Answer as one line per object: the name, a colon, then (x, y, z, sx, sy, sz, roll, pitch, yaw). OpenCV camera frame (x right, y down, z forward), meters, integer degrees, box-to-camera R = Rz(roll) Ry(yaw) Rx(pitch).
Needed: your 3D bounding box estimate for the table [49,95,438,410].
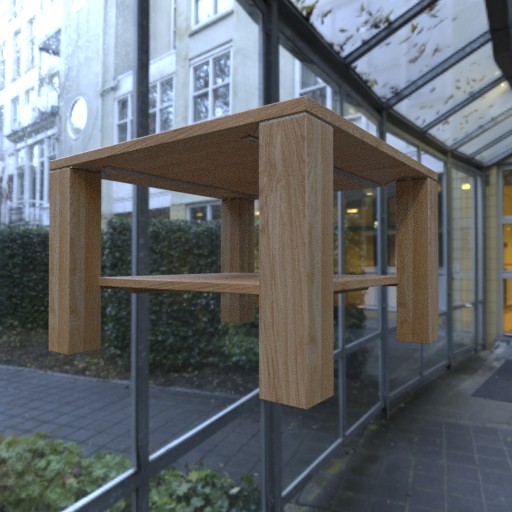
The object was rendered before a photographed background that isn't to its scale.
table: (0.000, 0.000, 1.120, 0.700, 0.450, 0.700, 0, -1, 37)
